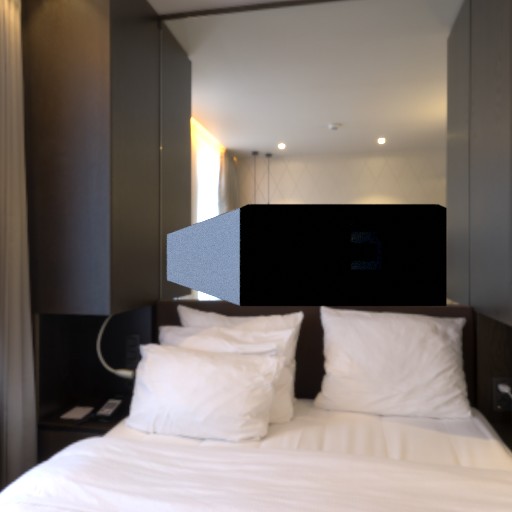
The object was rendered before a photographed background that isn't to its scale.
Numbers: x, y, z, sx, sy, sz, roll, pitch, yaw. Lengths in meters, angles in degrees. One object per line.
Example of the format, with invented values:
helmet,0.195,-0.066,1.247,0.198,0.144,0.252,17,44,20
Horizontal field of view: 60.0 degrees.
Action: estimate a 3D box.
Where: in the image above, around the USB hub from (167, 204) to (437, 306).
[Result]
USB hub,0.000,0.000,0.157,0.044,0.023,0.145,0,0,-19
